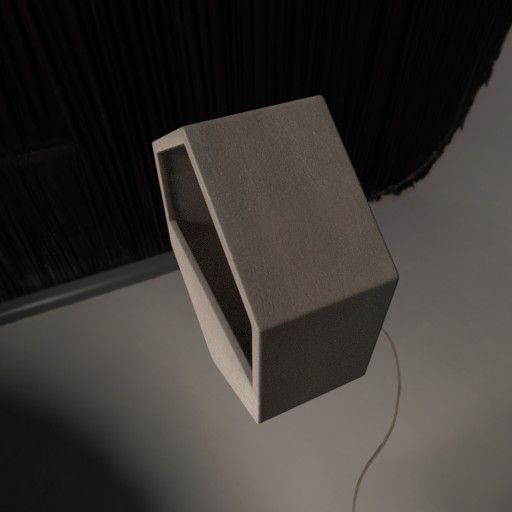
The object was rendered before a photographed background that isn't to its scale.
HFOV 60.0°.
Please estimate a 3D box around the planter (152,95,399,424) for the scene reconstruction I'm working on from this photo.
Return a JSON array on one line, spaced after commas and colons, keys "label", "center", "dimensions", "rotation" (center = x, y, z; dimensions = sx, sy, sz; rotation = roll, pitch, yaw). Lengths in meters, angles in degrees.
[{"label": "planter", "center": [0.000, 0.000, 0.293], "dimensions": [0.077, 0.206, 0.169], "rotation": [-19, 49, -17]}]
